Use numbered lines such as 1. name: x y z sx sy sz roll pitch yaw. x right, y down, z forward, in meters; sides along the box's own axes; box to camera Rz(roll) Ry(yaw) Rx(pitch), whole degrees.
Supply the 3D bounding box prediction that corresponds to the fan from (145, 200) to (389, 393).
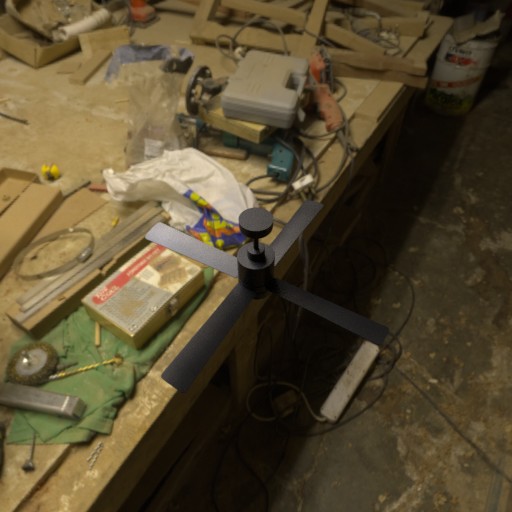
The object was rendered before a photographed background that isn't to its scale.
1. fan: 0.000 0.000 2.368 1.525 0.534 1.525 24 52 21
